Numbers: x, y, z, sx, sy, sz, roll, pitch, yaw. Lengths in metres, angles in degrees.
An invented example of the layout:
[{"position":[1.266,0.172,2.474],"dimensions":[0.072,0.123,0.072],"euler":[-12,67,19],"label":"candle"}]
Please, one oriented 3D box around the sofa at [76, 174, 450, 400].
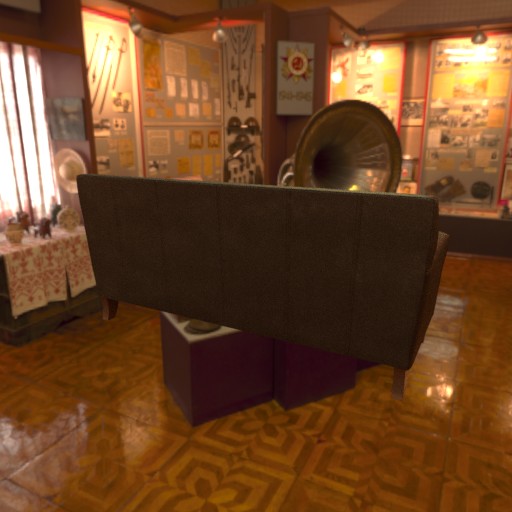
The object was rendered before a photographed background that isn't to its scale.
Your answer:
[{"position":[0.000,0.000,2.648],"dimensions":[2.053,0.947,0.805],"euler":[8,18,27],"label":"sofa"}]
